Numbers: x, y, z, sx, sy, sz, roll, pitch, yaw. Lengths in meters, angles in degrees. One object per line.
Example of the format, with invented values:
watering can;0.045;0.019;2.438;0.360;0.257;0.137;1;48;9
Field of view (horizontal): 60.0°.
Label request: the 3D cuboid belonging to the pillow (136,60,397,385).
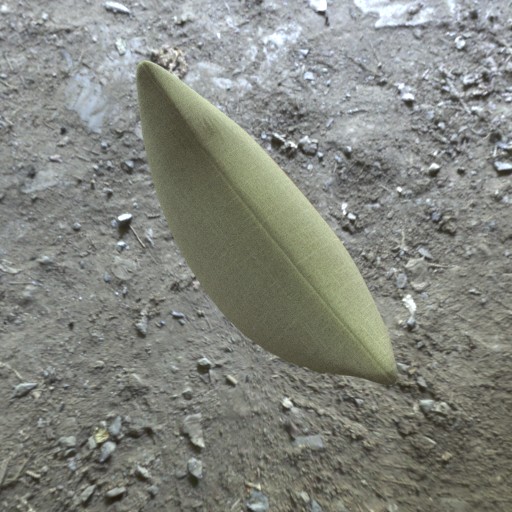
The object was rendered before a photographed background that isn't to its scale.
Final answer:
pillow;0.000;0.000;0.625;0.173;0.399;0.414;-36;79;-8
